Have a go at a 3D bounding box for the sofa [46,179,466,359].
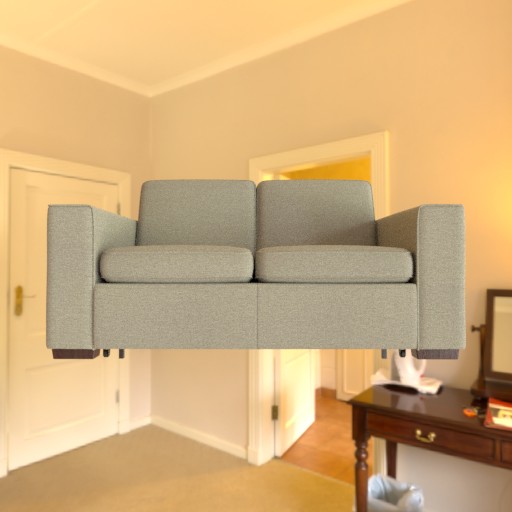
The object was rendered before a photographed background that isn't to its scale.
[{"bbox_3d":[0.000,0.000,2.385,1.812,0.924,1.007,0,-1,0],"label":"sofa"}]
